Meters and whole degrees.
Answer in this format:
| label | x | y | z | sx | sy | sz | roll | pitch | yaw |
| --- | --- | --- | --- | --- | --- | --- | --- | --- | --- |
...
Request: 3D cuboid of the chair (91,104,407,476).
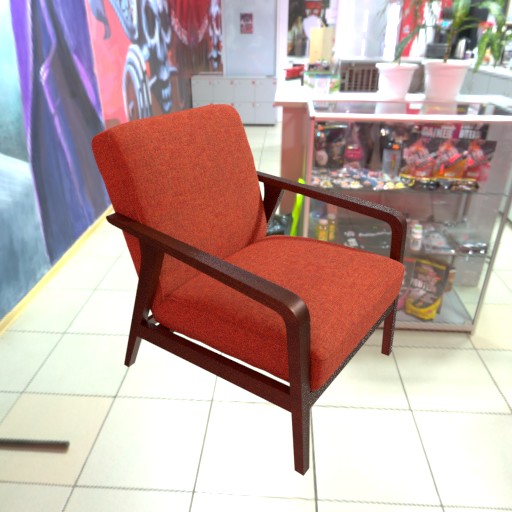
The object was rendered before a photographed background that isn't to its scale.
| label | x | y | z | sx | sy | sz | roll | pitch | yaw |
| --- | --- | --- | --- | --- | --- | --- | --- | --- | --- |
| chair | 0.000 | 0.000 | 1.519 | 0.860 | 0.890 | 0.719 | 19 | 33 | 32 |
